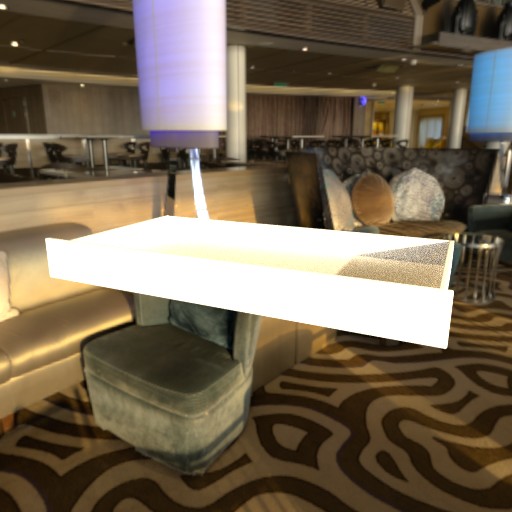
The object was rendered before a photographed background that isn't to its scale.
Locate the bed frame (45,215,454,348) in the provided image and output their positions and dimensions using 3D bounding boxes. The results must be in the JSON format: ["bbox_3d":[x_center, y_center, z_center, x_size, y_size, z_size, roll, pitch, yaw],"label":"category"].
[{"bbox_3d":[0.000,0.000,1.578,1.300,0.141,0.670,7,16,24],"label":"bed frame"}]
